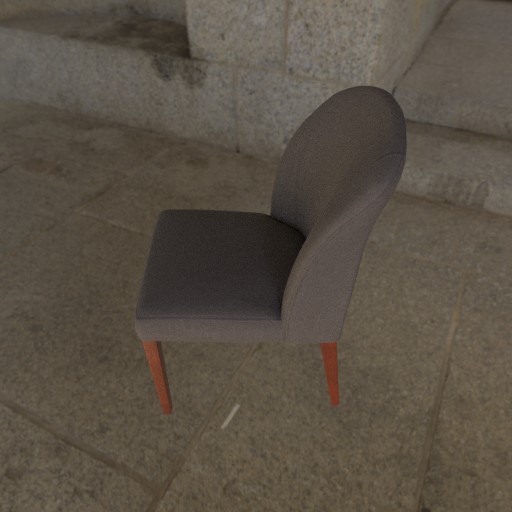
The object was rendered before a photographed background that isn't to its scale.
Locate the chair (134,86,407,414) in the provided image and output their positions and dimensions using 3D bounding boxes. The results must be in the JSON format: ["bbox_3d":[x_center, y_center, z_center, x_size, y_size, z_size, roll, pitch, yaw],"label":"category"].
[{"bbox_3d":[0.000,0.000,1.246,0.619,0.879,0.506,-1,40,-2],"label":"chair"}]
